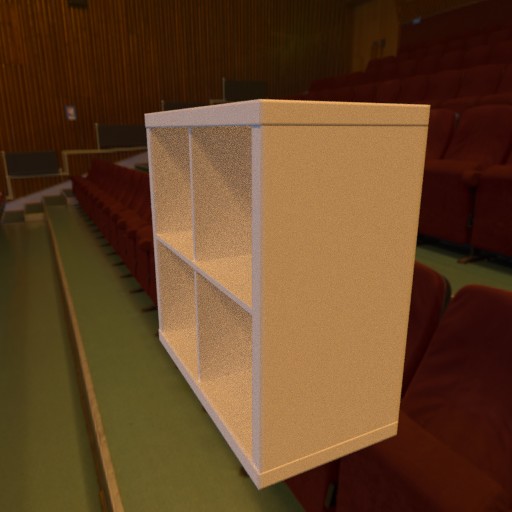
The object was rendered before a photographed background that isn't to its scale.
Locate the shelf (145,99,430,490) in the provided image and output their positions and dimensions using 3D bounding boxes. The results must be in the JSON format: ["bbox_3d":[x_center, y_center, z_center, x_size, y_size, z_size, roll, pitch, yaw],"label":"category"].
[{"bbox_3d":[0.000,0.000,1.259,0.390,0.786,0.790,-8,18,-26],"label":"shelf"}]
